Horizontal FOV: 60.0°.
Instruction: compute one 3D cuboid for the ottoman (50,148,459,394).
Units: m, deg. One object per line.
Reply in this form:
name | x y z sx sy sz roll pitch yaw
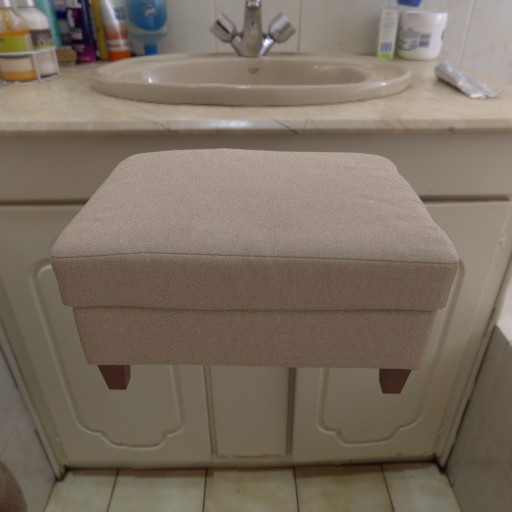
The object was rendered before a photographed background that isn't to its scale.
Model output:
ottoman | 0.000 0.000 1.320 0.902 0.511 0.692 1 31 1
